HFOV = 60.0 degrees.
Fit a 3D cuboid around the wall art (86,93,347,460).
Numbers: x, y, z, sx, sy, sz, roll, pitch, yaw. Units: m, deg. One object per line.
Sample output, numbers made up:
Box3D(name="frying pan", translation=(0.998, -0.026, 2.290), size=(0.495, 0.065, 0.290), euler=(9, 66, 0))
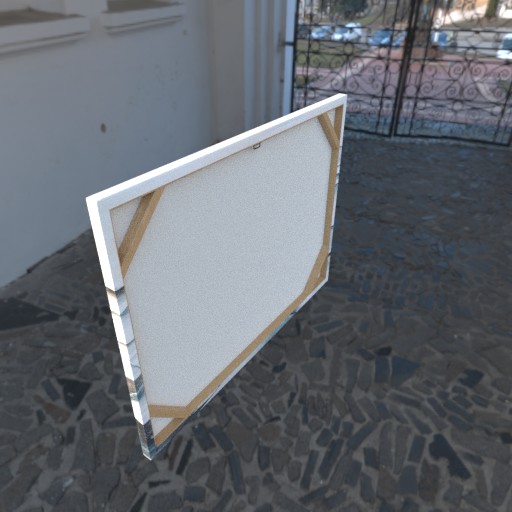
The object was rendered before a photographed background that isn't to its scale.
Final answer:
Box3D(name="wall art", translation=(0.000, 0.000, 1.608), size=(0.039, 0.915, 1.219), euler=(21, 38, 29))
